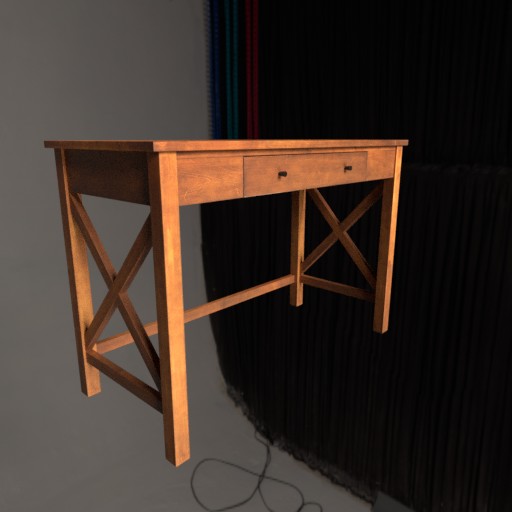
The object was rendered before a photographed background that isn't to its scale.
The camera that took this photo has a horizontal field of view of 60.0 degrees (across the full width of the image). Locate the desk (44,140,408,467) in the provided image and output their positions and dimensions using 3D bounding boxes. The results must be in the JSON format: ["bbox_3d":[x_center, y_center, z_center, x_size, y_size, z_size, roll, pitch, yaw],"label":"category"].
[{"bbox_3d":[0.000,0.000,1.508,0.508,0.762,1.117,13,20,41],"label":"desk"}]
